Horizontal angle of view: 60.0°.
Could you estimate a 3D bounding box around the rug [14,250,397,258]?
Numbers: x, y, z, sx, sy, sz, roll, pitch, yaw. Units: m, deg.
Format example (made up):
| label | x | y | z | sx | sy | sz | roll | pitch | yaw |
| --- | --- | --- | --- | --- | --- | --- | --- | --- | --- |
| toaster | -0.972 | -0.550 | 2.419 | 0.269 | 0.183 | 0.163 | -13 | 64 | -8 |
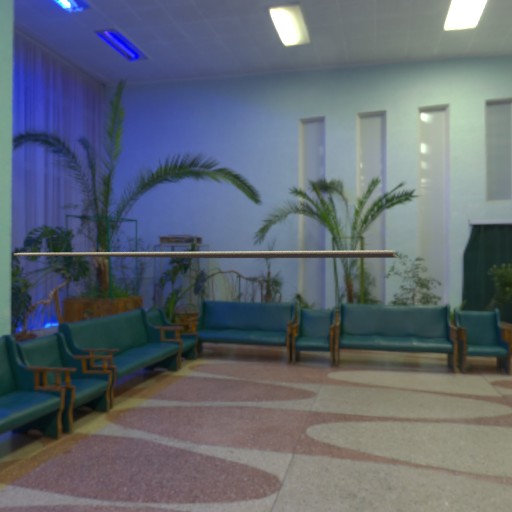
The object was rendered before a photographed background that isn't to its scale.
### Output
| label | x | y | z | sx | sy | sz | roll | pitch | yaw |
| --- | --- | --- | --- | --- | --- | --- | --- | --- | --- |
| rug | 0.000 | 0.000 | 4.053 | 2.462 | 0.018 | 3.039 | 0 | -1 | 18 |
